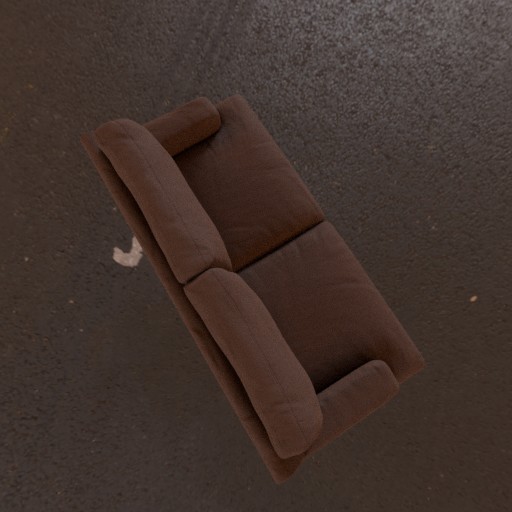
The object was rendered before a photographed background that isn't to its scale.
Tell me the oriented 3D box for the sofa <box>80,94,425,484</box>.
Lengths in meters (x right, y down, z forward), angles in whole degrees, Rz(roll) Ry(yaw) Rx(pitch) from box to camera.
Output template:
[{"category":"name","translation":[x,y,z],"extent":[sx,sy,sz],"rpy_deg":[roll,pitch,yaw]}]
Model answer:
[{"category":"sofa","translation":[0.000,0.000,2.778],"extent":[1.140,0.950,2.274],"rpy_deg":[-31,78,-8]}]
